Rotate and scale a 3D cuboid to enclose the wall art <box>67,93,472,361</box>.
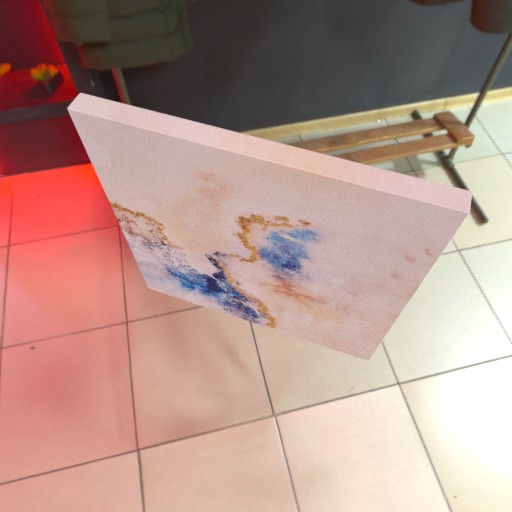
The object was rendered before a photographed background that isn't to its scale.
[{"bbox_3d":[0.000,0.000,1.574,1.061,1.061,0.071,17,60,10],"label":"wall art"}]
